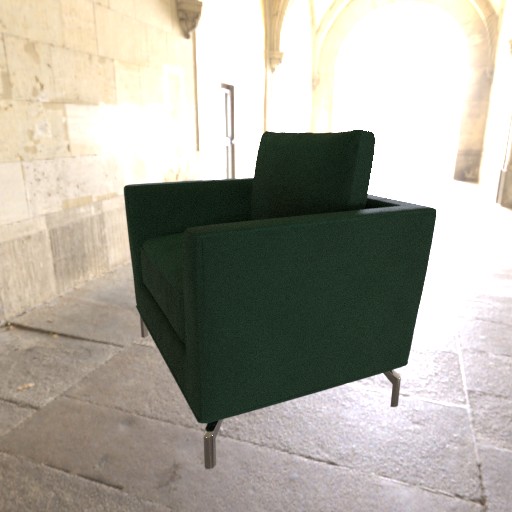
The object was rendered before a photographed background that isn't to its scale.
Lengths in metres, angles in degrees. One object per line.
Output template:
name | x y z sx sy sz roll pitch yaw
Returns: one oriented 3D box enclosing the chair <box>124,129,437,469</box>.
chair | 0.000 0.000 1.802 0.852 0.997 1.047 -8 18 -24
